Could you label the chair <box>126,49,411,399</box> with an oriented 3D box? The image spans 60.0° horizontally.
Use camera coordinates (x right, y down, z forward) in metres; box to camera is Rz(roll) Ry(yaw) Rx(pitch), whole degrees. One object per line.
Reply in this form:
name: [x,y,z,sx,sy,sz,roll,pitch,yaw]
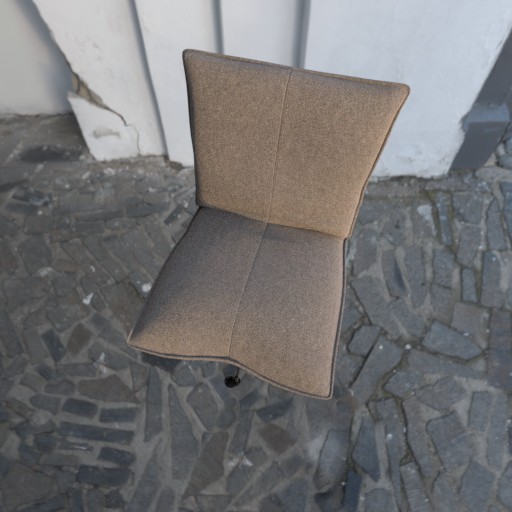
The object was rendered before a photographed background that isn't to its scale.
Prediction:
chair: [0.000,0.000,1.293,0.597,0.811,0.696,14,59,8]
